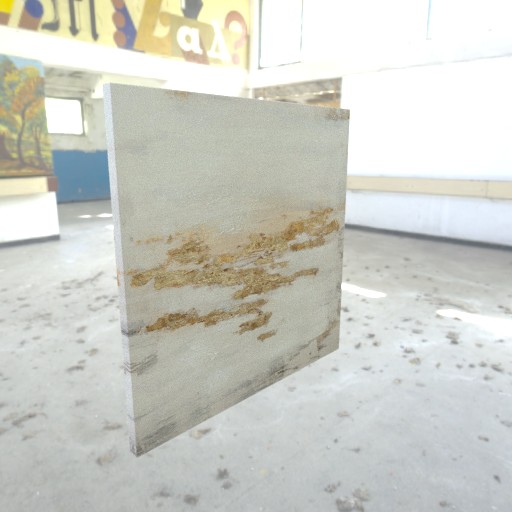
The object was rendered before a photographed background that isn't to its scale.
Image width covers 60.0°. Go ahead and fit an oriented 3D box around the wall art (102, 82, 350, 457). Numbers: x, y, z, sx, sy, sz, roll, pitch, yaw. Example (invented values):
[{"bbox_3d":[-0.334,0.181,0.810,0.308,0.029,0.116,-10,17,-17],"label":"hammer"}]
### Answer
[{"bbox_3d":[0.000,0.000,1.523,0.040,1.018,1.015,13,19,43],"label":"wall art"}]
